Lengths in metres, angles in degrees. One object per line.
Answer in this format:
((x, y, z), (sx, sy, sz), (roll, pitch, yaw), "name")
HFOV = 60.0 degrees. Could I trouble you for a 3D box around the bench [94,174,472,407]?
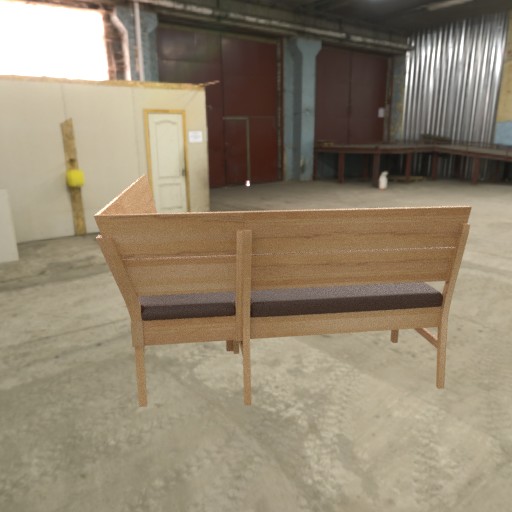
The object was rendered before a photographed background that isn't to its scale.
((0.000, 0.000, 2.810), (1.549, 0.890, 1.975), (-2, 15, -9), "bench")
